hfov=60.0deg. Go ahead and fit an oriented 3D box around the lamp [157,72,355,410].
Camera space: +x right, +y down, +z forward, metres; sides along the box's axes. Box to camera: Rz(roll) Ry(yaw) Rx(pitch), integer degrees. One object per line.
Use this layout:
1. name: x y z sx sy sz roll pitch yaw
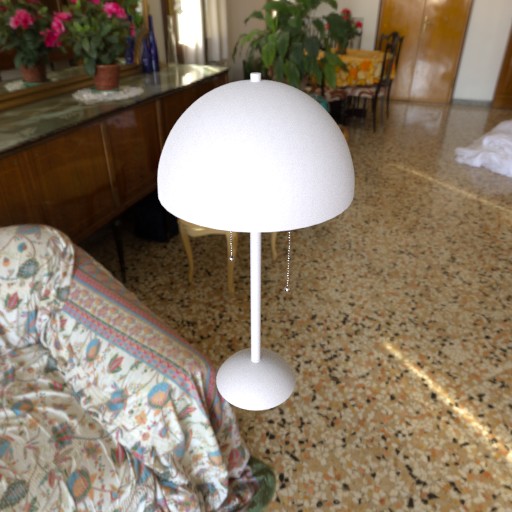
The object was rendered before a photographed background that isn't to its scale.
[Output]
1. lamp: 0.000 0.000 0.429 0.171 0.330 0.171 0 31 0
